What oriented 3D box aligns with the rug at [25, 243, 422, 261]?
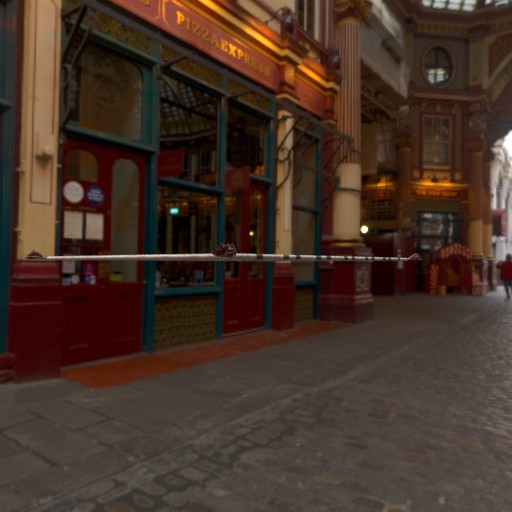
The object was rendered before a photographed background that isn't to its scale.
[{"bbox_3d":[0.000,0.000,3.349,1.741,0.066,2.672,-1,-1,36],"label":"rug"}]
